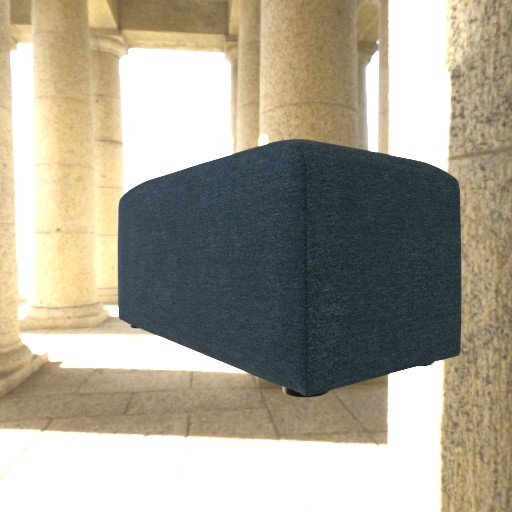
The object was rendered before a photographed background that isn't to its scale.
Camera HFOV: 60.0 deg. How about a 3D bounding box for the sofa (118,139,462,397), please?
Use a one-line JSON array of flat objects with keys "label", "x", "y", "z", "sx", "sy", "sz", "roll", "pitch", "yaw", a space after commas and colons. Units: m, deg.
[{"label": "sofa", "x": 0.000, "y": 0.000, "z": 1.218, "sx": 0.480, "sy": 0.470, "sz": 0.930, "roll": -1, "pitch": 2, "yaw": -36}]
